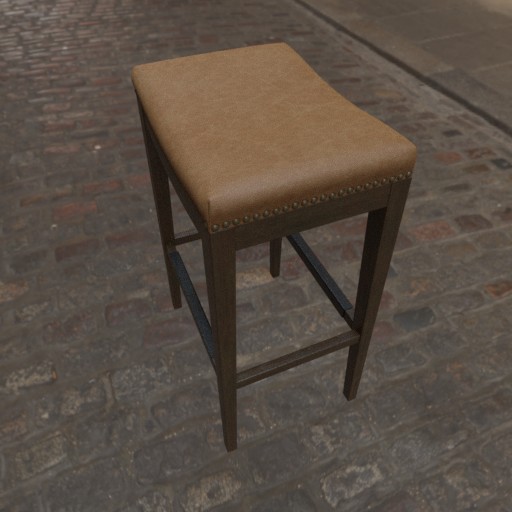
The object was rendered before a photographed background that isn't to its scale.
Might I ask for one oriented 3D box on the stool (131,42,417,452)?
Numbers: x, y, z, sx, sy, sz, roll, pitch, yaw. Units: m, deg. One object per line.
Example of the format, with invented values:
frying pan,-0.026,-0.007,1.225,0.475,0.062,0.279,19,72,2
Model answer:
stool,0.000,0.000,1.018,0.361,0.759,0.500,-17,48,-16
